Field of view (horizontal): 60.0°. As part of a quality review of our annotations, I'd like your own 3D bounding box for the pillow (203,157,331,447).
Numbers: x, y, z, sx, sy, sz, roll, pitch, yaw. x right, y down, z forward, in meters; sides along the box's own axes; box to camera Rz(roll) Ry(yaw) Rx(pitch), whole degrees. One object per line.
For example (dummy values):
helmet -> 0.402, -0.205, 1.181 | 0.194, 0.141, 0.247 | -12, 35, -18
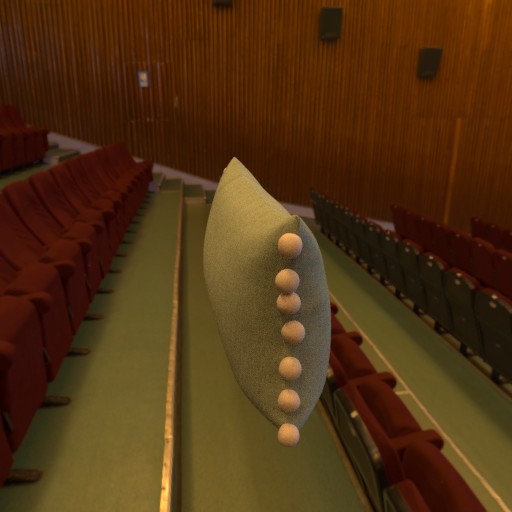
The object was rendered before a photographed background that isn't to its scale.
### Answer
pillow -> 0.000, 0.000, 0.855 | 0.201, 0.322, 0.709 | -3, 18, -9
